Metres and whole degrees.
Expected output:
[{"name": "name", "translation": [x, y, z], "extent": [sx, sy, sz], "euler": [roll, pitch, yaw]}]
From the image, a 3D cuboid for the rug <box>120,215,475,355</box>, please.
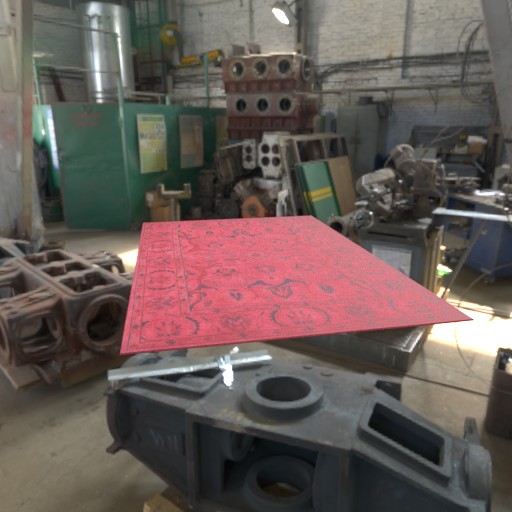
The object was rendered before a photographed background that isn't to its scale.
[{"name": "rug", "translation": [0.000, 0.000, 2.299], "extent": [1.209, 0.008, 1.814], "euler": [-3, 17, -11]}]
